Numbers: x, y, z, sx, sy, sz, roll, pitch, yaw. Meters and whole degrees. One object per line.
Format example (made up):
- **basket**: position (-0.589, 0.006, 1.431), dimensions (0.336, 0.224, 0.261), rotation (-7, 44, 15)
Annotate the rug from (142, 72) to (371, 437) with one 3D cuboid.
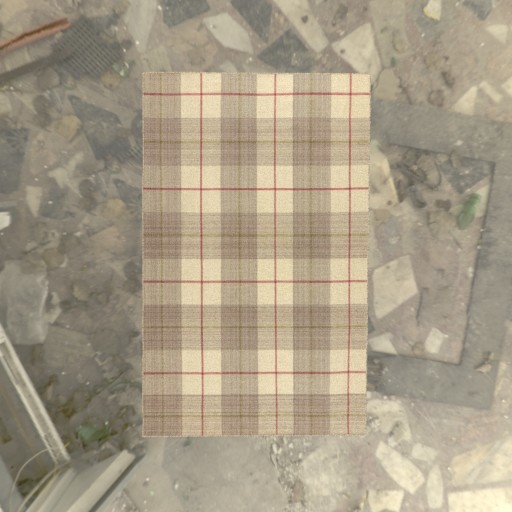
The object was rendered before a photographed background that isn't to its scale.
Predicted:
- **rug**: position (0.000, 0.000, 3.002), dimensions (1.549, 0.010, 2.464), rotation (0, 91, -1)
